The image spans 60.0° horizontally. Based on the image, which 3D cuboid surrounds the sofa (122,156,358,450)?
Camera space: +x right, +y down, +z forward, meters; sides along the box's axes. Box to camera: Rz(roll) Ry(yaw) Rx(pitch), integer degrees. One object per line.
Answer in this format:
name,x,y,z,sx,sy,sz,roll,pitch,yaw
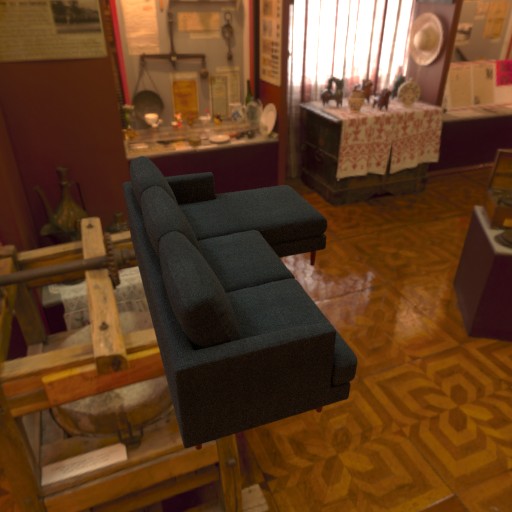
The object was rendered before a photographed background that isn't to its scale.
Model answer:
sofa,0.000,0.000,3.022,1.504,0.956,2.233,-11,32,-17
